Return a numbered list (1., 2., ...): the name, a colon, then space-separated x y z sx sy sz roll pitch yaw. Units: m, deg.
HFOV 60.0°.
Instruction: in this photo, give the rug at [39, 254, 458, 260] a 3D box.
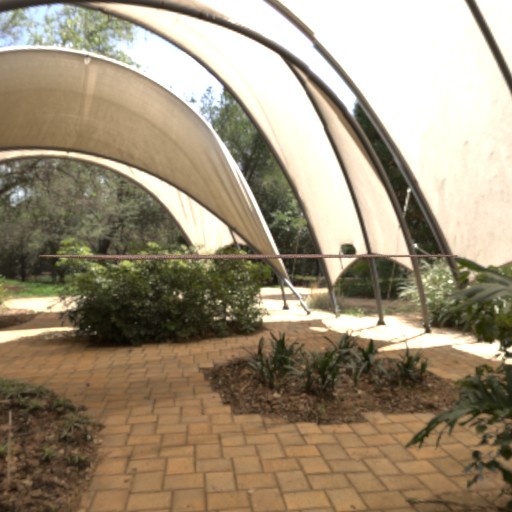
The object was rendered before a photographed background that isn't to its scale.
1. rug: 0.000 0.000 3.035 2.439 0.011 1.533 0 1 -36
